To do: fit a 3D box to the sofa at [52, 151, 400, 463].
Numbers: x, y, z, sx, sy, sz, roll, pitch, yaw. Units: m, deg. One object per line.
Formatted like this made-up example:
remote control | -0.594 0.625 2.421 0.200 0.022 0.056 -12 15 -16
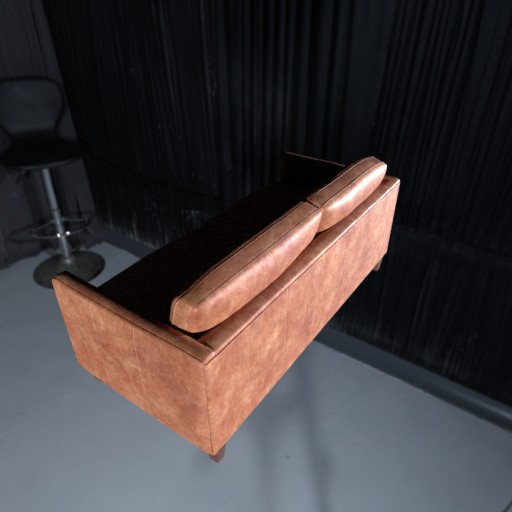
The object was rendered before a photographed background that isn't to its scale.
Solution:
sofa | 0.000 0.000 2.539 0.923 0.863 1.971 21 39 29
